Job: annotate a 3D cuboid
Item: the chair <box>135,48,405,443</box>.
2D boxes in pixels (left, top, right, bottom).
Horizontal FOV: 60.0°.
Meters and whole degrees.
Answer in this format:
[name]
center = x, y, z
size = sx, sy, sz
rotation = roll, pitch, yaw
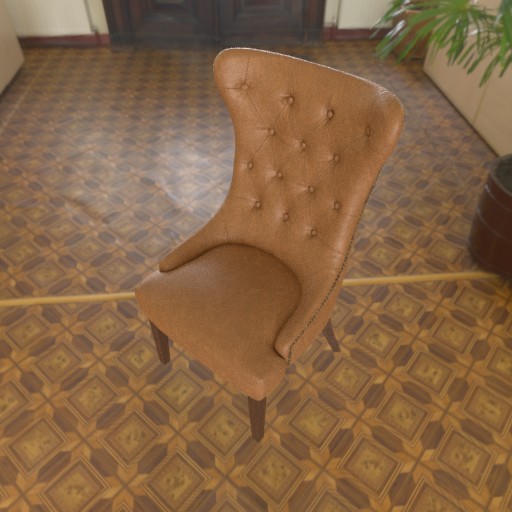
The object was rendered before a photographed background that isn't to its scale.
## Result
[chair]
center = 0.000, 0.000, 1.439
size = 0.611, 1.065, 0.669
rotation = 30, 52, 27
